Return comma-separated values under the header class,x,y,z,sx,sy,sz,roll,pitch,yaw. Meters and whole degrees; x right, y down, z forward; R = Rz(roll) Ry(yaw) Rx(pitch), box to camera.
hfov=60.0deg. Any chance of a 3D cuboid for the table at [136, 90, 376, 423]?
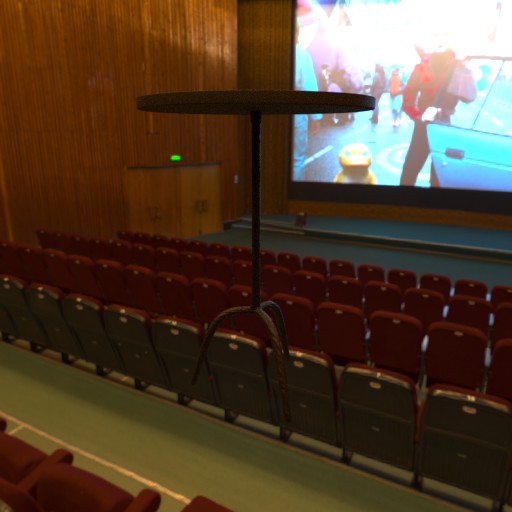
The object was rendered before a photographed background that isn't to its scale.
class,x,y,z,sx,sy,sz,roll,pitch,yaw
table,0.000,0.000,1.054,0.502,0.700,0.502,8,18,27
